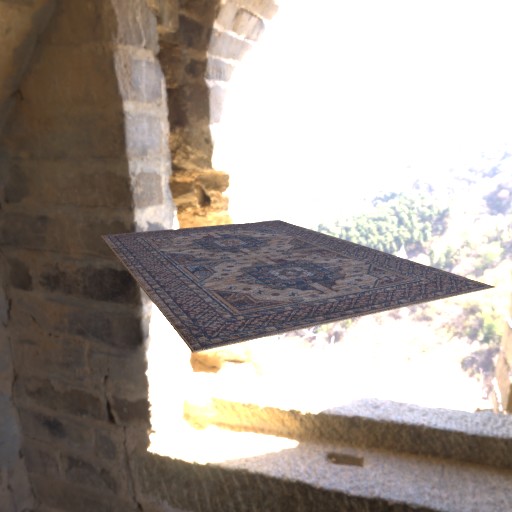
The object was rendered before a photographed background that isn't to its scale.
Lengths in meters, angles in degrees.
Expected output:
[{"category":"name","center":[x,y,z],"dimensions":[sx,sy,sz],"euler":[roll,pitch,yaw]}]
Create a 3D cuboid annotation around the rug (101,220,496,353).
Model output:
[{"category":"rug","center":[0.000,0.000,2.863],"dimensions":[1.611,0.008,2.227],"euler":[-7,16,-26]}]
